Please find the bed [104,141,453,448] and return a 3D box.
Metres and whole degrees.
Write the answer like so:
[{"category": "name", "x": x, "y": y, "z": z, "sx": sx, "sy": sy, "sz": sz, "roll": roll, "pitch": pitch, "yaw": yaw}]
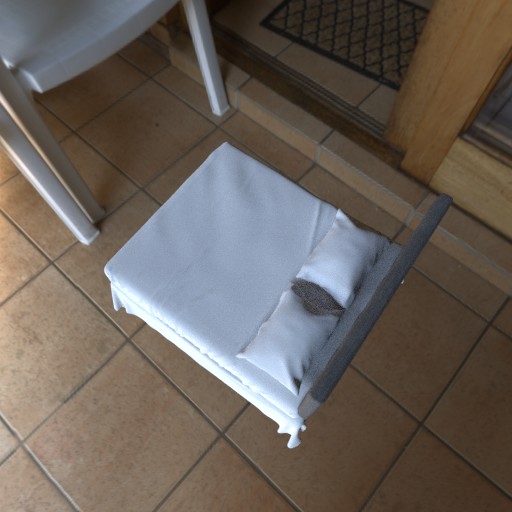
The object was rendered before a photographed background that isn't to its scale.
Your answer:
[{"category": "bed", "x": 0.000, "y": 0.000, "z": 3.594, "sx": 2.222, "sy": 1.577, "sz": 1.936, "roll": 33, "pitch": 69, "yaw": 15}]
